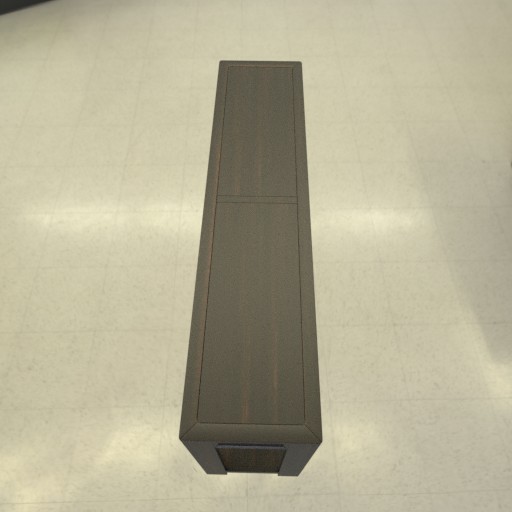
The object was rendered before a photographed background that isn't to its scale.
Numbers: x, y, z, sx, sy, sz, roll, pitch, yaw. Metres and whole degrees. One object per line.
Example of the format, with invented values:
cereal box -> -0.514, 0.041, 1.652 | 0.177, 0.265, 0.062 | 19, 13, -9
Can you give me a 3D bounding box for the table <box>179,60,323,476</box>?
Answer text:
table -> 0.000, 0.000, 1.912 | 0.384, 0.762, 1.631 | 1, 58, 1
